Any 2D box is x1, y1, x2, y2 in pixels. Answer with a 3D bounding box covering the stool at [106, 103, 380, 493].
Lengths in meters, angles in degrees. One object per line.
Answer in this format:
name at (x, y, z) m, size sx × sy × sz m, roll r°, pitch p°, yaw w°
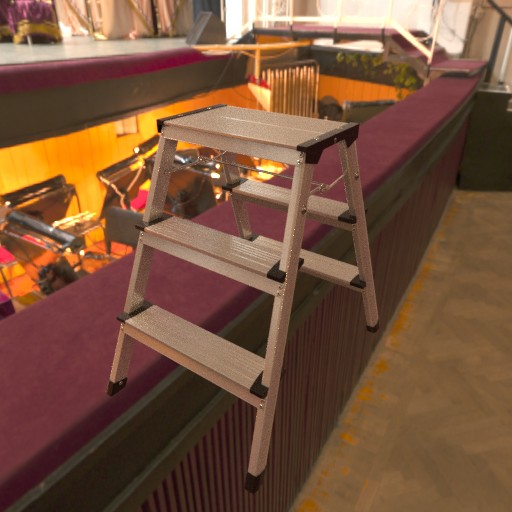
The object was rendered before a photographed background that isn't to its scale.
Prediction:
stool at (0.000, 0.000, 1.015) m, size 0.437 × 0.605 × 0.622 m, roll 19°, pitch 35°, yaw 31°
